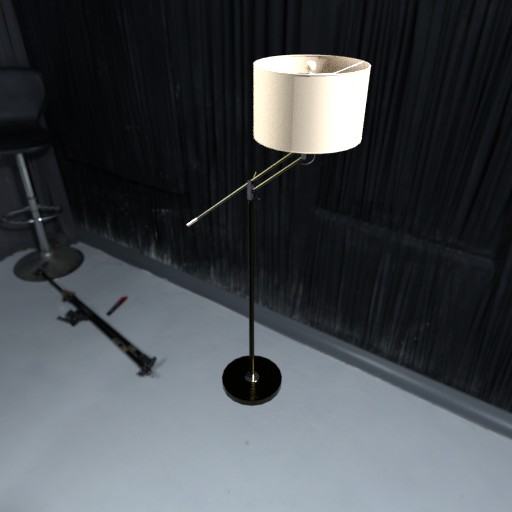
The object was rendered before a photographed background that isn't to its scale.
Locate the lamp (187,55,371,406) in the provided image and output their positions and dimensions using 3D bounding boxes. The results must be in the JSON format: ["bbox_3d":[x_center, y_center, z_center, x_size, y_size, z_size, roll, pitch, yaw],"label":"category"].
[{"bbox_3d":[0.000,0.000,1.965,0.809,1.635,0.373,21,38,29],"label":"lamp"}]
